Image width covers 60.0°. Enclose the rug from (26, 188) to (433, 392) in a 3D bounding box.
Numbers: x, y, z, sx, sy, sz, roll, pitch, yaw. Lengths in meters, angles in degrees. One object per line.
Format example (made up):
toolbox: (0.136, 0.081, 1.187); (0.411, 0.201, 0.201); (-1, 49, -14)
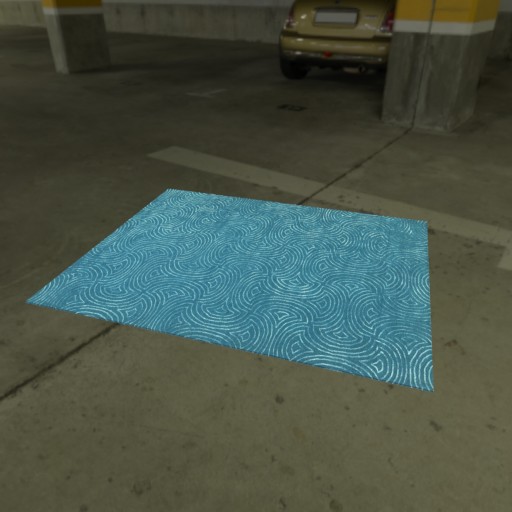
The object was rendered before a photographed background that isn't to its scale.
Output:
rug: (0.000, 0.000, 4.086); (3.033, 0.012, 2.432); (9, 32, 15)
